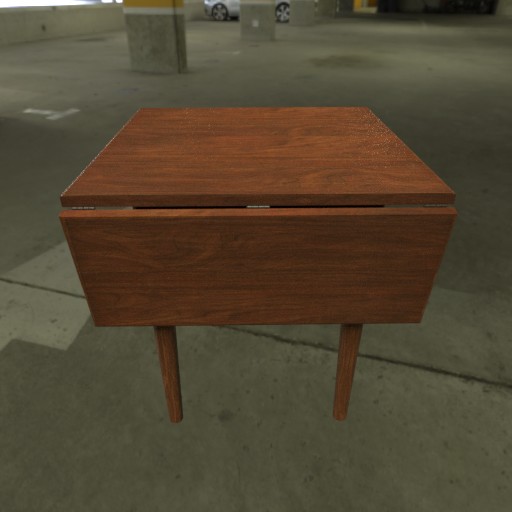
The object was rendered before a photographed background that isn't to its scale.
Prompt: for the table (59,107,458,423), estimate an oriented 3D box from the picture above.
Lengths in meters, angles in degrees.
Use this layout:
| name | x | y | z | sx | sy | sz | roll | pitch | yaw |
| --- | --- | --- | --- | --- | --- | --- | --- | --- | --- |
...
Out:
| name | x | y | z | sx | sy | sz | roll | pitch | yaw |
| --- | --- | --- | --- | --- | --- | --- | --- | --- | --- |
| table | 0.000 | 0.000 | 1.437 | 0.812 | 0.763 | 0.843 | 0 | 31 | -1 |
